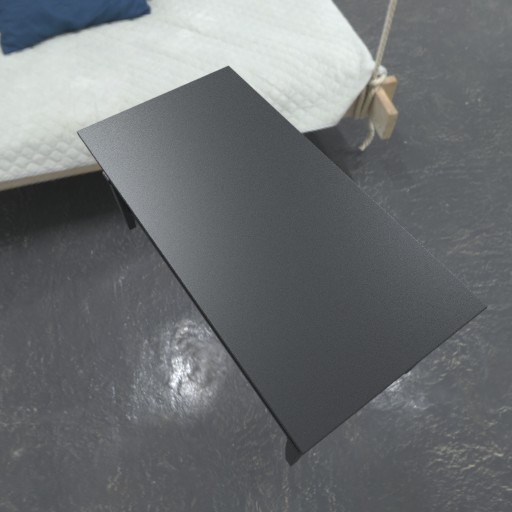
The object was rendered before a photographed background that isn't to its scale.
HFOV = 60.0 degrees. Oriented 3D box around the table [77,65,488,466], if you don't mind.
[{"bbox_3d":[0.000,0.000,1.326,0.523,0.470,1.044,-31,63,-18],"label":"table"}]
